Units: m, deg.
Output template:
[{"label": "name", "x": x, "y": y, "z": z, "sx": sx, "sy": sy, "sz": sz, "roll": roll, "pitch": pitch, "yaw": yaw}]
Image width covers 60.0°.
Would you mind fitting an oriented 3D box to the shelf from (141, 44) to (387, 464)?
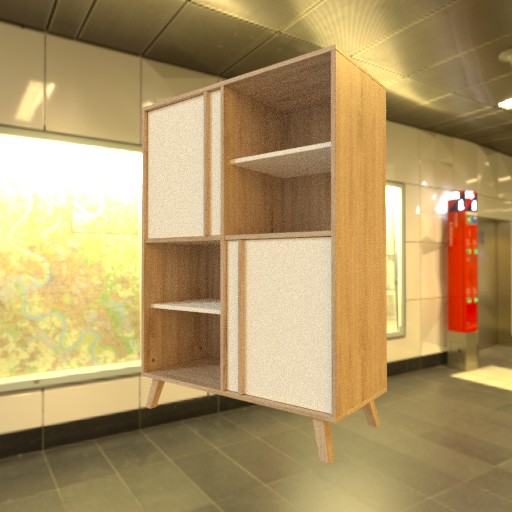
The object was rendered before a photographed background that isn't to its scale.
[{"label": "shelf", "x": 0.000, "y": 0.000, "z": 1.937, "sx": 1.000, "sy": 1.390, "sz": 0.450, "roll": -1, "pitch": -1, "yaw": 37}]
